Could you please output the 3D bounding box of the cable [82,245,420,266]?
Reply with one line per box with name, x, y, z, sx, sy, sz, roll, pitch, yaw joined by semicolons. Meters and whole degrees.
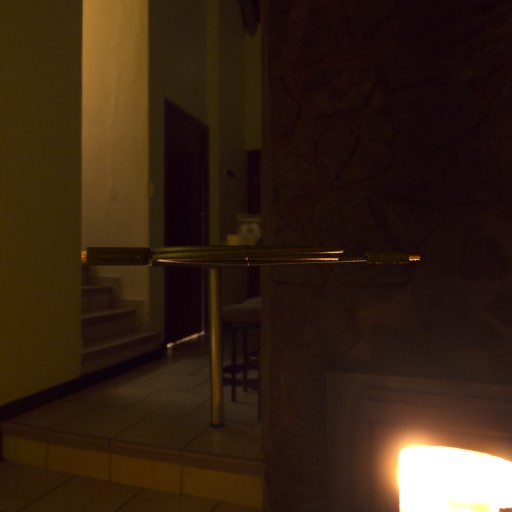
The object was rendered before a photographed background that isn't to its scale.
cable;0.000;0.000;0.327;0.281;0.015;0.136;0;-1;-1
